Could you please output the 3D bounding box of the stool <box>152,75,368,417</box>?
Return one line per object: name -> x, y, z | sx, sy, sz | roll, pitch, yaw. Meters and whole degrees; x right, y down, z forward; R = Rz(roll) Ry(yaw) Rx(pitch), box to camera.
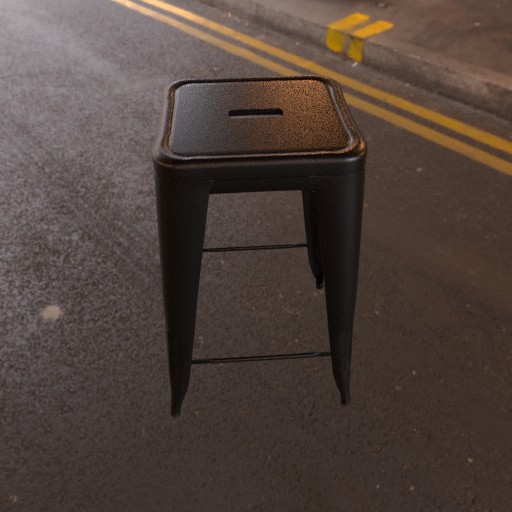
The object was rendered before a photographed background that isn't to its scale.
stool -> 0.000, 0.000, 0.873 | 0.399, 0.609, 0.359 | -3, 46, -3
